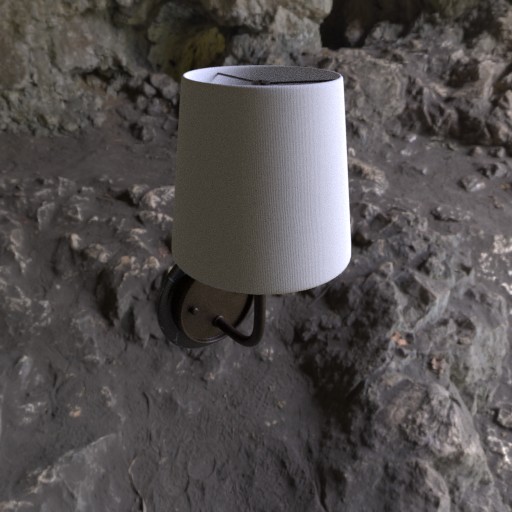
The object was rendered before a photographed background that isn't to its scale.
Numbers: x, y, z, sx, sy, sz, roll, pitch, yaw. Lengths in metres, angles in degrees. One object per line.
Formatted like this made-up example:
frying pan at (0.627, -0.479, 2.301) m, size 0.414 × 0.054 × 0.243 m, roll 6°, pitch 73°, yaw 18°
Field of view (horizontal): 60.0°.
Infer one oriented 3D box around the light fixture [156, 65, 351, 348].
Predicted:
light fixture at (0.000, 0.000, 0.439) m, size 0.168 × 0.337 × 0.188 m, roll -21°, pitch 35°, yaw -33°
